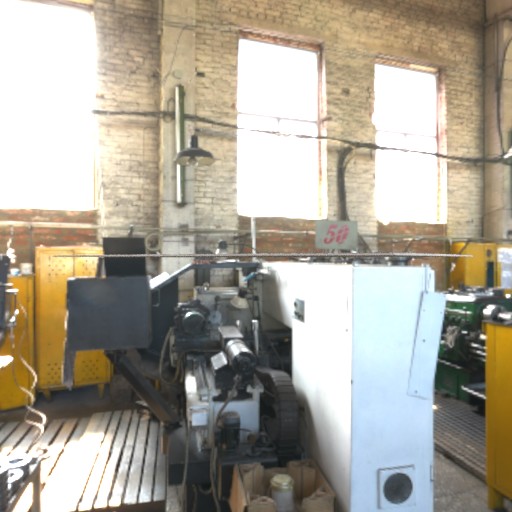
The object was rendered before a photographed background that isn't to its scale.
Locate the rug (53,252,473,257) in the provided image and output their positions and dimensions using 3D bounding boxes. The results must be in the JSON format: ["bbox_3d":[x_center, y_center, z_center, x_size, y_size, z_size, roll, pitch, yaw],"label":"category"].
[{"bbox_3d":[0.000,0.000,3.025,2.431,0.012,1.536,0,0,36],"label":"rug"}]
